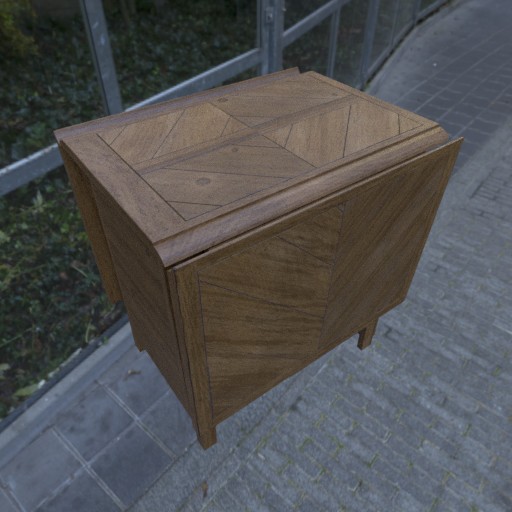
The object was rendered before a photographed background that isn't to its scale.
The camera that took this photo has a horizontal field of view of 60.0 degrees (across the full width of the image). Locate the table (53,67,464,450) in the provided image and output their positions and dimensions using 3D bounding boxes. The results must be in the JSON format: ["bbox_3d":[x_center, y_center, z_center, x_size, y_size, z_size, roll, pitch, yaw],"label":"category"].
[{"bbox_3d":[0.000,0.000,1.270,0.746,0.763,0.591,-26,47,-26],"label":"table"}]
